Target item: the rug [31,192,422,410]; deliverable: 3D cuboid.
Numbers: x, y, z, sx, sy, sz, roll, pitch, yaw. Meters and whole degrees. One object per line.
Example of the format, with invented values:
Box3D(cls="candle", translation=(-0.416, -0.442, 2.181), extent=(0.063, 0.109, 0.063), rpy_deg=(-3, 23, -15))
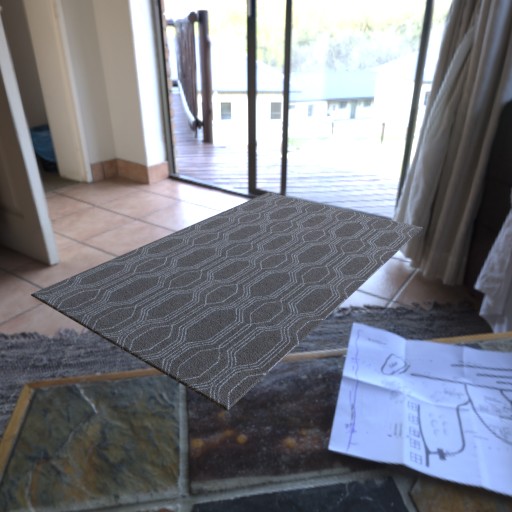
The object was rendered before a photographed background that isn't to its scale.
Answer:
Box3D(cls="rug", translation=(0.000, 0.000, 3.122), extent=(1.541, 0.012, 2.457), rpy_deg=(18, 31, 33))
